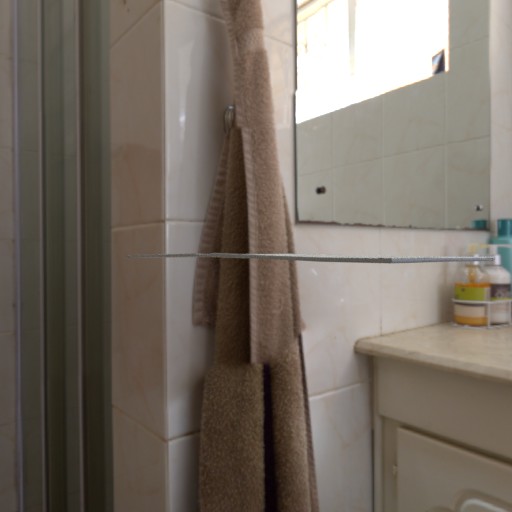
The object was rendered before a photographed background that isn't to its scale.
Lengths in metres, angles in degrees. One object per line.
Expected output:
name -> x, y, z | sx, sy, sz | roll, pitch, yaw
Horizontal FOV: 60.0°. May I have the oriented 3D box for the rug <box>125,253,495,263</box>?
rug -> 0.000, 0.000, 2.522 | 0.675, 0.037, 2.341 | 0, 1, -36
